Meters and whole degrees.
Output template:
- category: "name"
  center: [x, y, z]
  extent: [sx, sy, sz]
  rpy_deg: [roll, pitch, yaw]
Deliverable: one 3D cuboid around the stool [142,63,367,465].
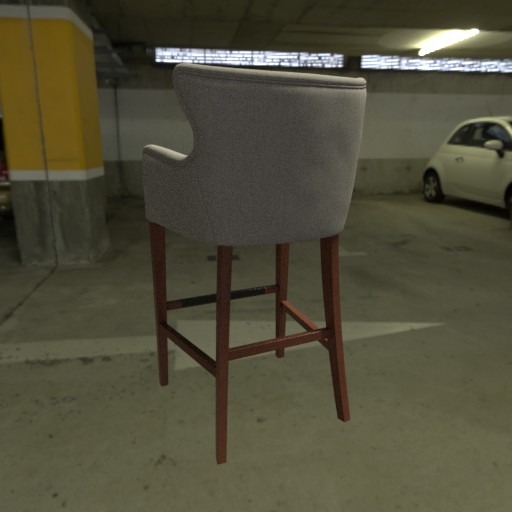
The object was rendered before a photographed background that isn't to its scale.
- category: "stool"
  center: [0.000, 0.000, 1.397]
  extent: [0.575, 1.047, 0.575]
  rpy_deg: [-7, 16, -26]
